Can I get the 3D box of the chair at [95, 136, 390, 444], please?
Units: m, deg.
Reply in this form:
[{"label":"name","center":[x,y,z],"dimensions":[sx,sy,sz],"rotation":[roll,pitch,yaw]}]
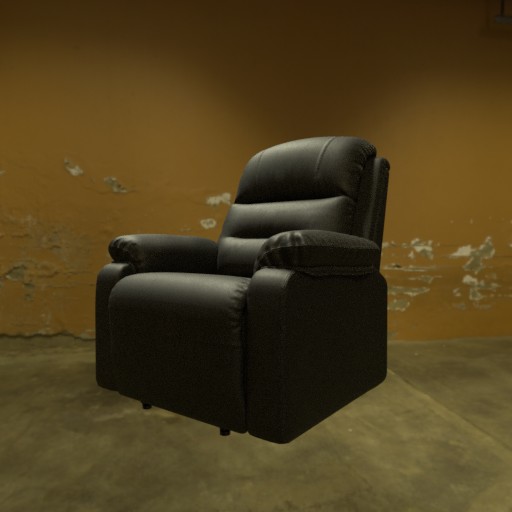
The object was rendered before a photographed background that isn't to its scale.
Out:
[{"label":"chair","center":[0.000,0.000,1.639],"dimensions":[0.855,0.992,0.919],"rotation":[1,2,37]}]
